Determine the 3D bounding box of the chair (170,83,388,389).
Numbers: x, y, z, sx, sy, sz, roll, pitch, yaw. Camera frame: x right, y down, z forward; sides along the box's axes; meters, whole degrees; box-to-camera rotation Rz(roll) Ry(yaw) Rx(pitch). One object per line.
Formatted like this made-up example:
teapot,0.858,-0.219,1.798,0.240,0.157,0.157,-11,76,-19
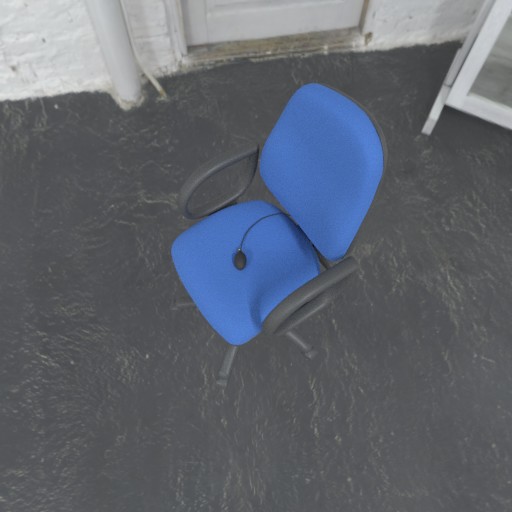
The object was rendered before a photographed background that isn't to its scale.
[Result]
chair,0.000,0.000,1.252,0.549,0.905,0.552,-31,68,-14
